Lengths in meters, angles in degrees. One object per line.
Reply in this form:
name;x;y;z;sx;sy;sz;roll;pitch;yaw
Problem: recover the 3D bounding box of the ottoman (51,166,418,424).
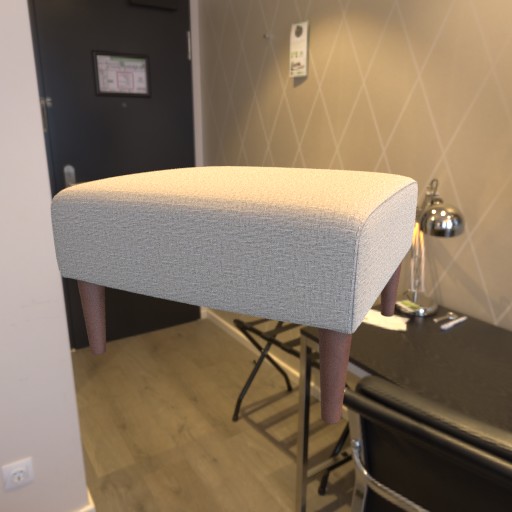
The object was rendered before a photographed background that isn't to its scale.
ottoman;0.000;0.000;1.069;0.650;0.398;0.649;8;17;25
